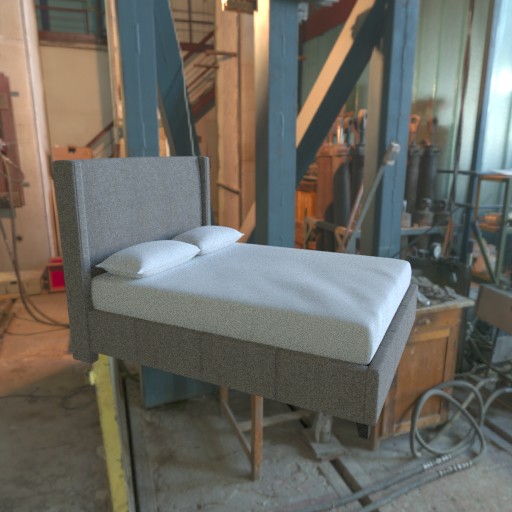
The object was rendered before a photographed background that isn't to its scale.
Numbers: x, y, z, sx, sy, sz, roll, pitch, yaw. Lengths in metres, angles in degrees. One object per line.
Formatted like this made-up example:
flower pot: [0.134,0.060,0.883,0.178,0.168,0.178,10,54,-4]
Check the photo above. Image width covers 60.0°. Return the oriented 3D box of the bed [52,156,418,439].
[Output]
bed: [0.000,0.000,3.432,2.245,1.481,1.714,7,15,25]
